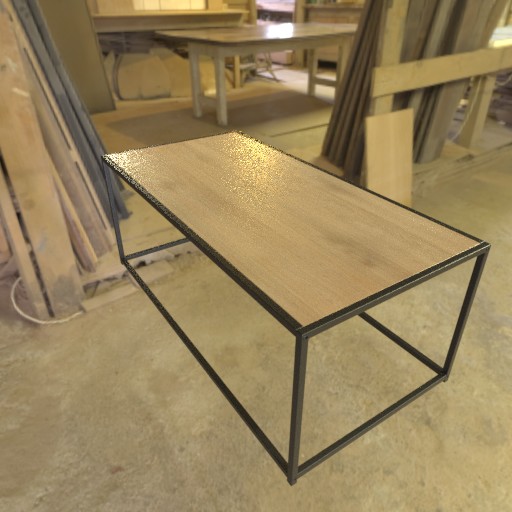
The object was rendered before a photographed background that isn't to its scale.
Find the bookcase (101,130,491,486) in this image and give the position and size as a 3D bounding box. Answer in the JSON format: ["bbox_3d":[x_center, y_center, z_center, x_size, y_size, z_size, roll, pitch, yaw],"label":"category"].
[{"bbox_3d":[0.000,0.000,1.252,0.500,0.400,1.000,-19,36,-28],"label":"bookcase"}]
